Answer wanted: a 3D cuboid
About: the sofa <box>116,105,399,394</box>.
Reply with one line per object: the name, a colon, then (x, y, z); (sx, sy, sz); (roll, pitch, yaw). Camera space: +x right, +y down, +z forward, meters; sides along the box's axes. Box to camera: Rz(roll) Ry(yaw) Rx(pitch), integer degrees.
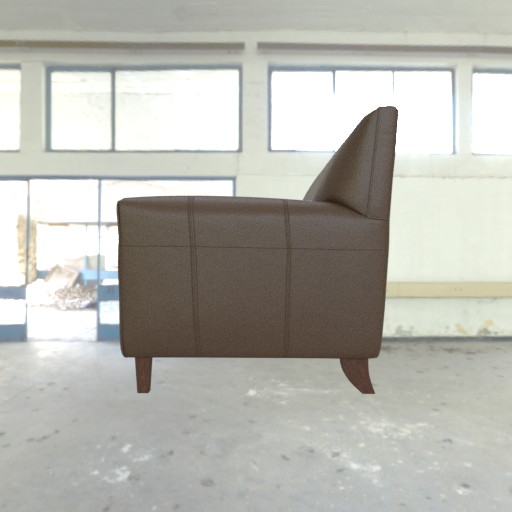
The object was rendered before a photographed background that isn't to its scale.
sofa: (0.000, 0.000, 2.018); (0.853, 0.859, 1.468); (0, -1, 1)
